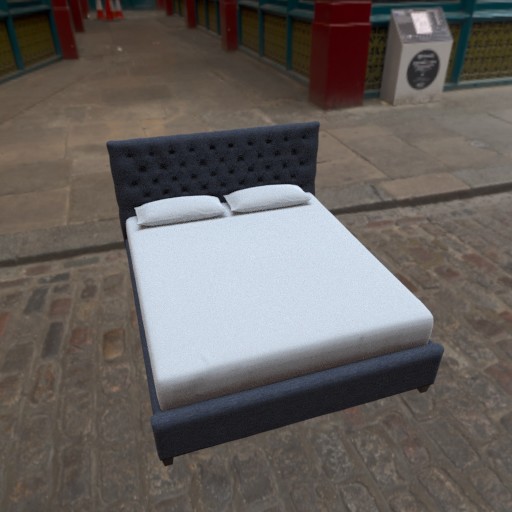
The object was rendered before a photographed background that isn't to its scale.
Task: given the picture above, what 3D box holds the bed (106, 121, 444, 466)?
[{"bbox_3d":[0.000,0.000,3.666,2.078,1.427,2.387,-10,34,-15],"label":"bed"}]
